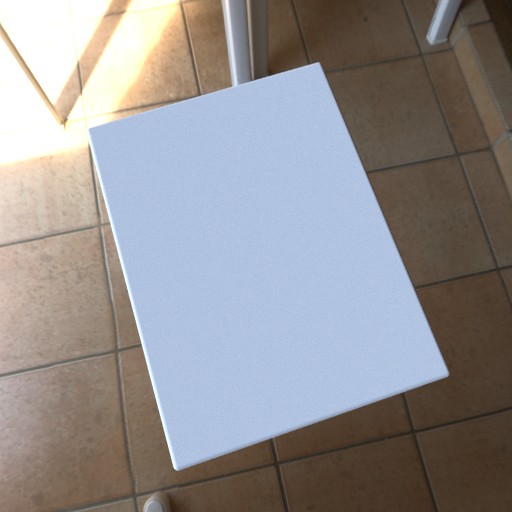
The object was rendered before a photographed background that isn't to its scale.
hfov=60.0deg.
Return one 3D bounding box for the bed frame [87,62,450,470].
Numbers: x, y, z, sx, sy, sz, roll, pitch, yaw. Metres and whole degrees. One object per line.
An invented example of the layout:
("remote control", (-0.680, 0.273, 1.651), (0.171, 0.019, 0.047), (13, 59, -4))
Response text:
("bed frame", (0.000, 0.000, 2.852), (1.557, 0.659, 2.072), (-18, 77, -4))
